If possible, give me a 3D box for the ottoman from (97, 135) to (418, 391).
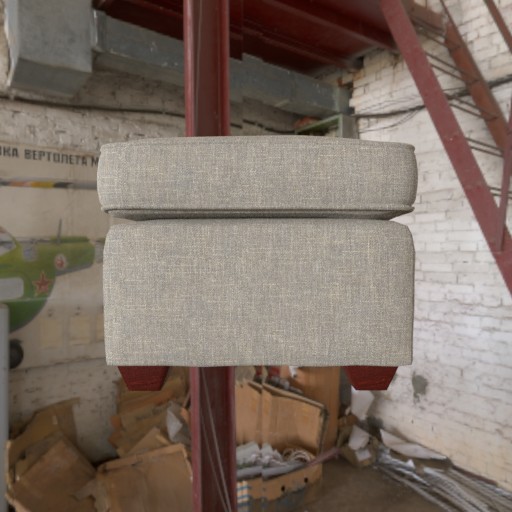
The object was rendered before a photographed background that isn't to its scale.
[{"bbox_3d":[0.000,0.000,1.092,0.559,0.457,0.762,0,0,0],"label":"ottoman"}]
